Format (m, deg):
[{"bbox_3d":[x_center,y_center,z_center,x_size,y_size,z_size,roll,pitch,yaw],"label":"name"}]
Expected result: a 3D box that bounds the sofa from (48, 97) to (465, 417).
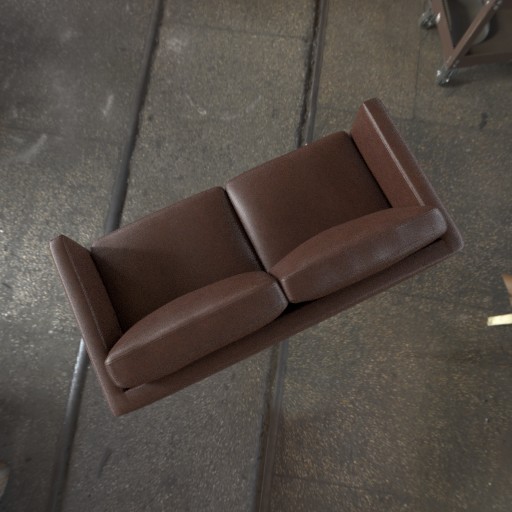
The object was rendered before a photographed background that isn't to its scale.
[{"bbox_3d":[0.000,0.000,2.454,1.883,0.933,0.951,-25,78,-5],"label":"sofa"}]
